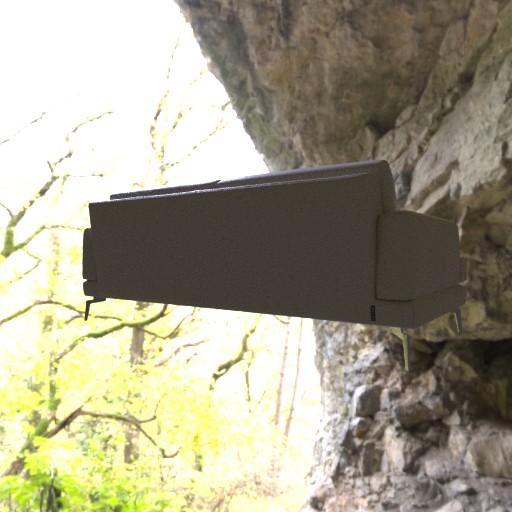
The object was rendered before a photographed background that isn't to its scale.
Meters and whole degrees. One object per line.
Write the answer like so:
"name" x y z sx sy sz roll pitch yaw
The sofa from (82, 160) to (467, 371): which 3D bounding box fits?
"sofa" 0.000 0.000 2.387 1.940 0.765 0.974 0 1 35
